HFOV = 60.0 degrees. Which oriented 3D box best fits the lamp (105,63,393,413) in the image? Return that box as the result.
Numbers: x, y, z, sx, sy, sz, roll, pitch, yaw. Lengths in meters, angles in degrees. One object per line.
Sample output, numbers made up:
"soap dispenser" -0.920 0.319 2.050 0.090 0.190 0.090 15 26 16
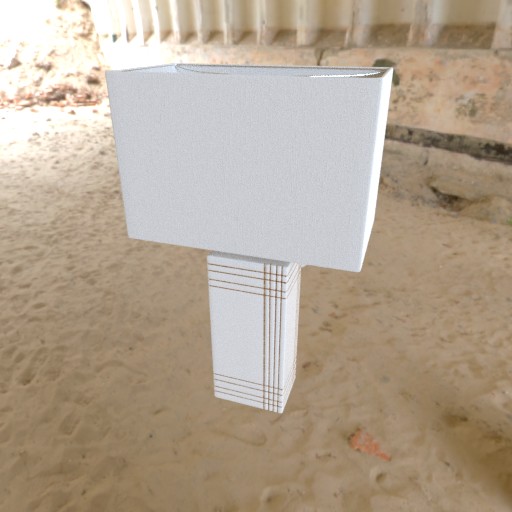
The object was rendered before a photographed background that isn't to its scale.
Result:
"lamp" 0.000 0.000 0.695 0.334 0.543 0.182 9 28 17
